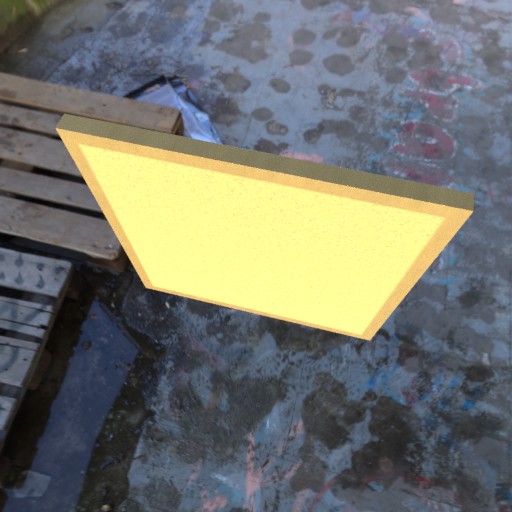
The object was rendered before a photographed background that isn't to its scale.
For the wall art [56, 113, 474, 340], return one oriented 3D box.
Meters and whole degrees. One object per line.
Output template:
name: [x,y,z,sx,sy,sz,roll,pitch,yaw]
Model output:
wall art: [0.000,0.000,2.879,1.935,1.936,0.097,12,64,6]
